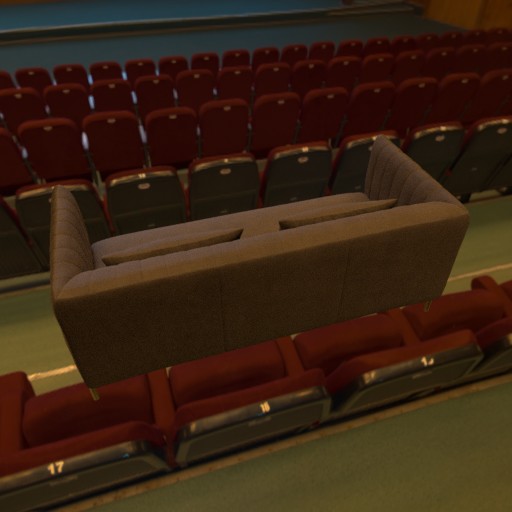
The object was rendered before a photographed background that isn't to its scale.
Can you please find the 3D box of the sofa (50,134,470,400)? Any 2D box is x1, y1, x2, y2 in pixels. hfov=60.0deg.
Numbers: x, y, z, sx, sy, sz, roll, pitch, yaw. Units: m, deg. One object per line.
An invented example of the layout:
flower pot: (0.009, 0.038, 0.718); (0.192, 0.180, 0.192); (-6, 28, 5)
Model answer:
sofa: (0.000, 0.000, 2.431); (1.980, 0.780, 0.876); (-12, 43, -13)
